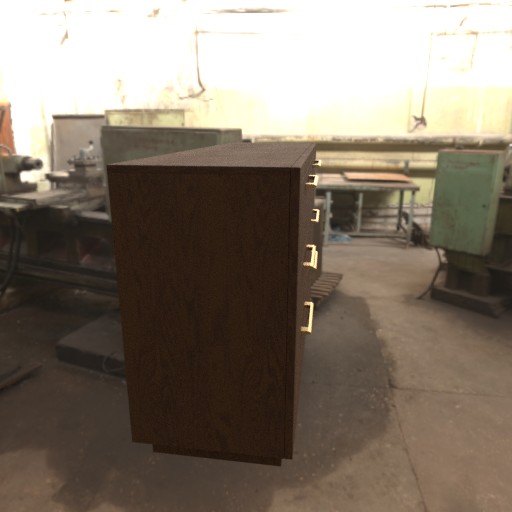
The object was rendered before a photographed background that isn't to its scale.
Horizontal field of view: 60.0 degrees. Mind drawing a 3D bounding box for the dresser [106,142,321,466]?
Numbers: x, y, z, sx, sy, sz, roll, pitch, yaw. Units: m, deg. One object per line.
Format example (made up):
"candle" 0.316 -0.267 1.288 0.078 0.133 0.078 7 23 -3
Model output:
"dresser" 0.000 0.000 1.903 0.512 0.889 1.523 3 17 8
